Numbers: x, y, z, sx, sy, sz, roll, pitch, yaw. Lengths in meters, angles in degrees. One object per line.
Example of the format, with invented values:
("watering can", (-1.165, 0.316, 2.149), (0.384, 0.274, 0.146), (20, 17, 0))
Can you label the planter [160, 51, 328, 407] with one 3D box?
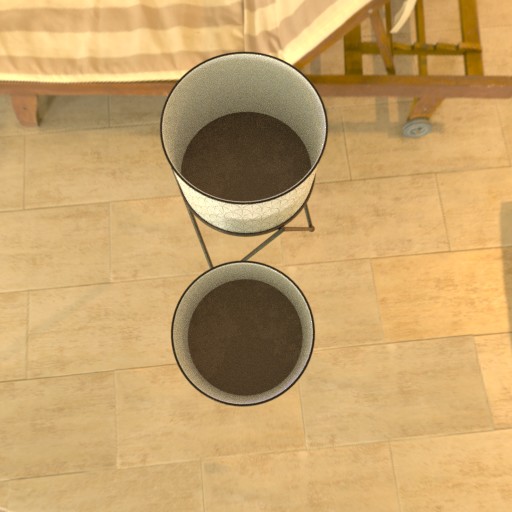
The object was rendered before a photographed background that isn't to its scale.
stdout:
("planter", (0.000, 0.000, 1.177), (0.413, 0.712, 0.769), (0, 77, 0))
